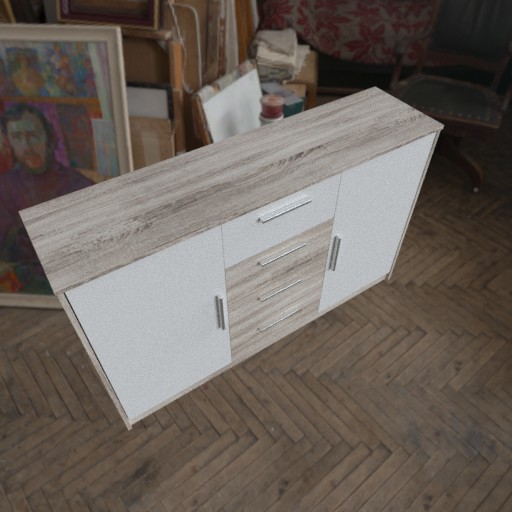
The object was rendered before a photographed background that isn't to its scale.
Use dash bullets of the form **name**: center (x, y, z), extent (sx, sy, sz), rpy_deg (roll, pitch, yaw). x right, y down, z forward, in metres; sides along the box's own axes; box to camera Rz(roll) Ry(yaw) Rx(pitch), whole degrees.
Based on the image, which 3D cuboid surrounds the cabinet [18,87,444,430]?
- **cabinet**: center (0.000, 0.000, 1.816), extent (1.450, 0.900, 0.380), rpy_deg (-26, 52, -22)
